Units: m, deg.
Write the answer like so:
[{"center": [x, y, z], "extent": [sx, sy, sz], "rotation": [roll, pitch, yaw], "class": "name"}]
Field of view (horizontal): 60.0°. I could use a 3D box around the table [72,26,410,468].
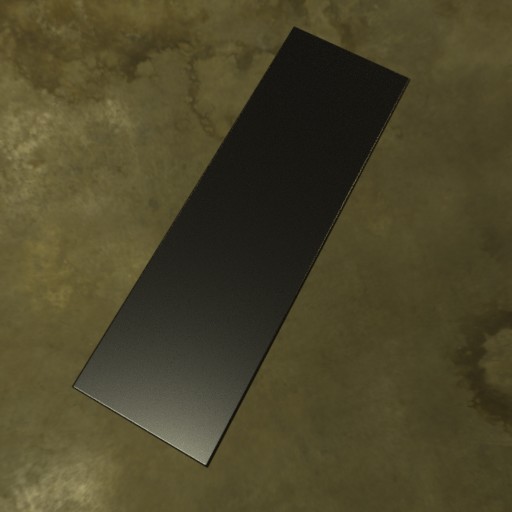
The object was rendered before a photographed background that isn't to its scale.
[{"center": [0.000, 0.000, 1.580], "extent": [0.386, 0.819, 1.191], "rotation": [28, 78, 7], "class": "table"}]
